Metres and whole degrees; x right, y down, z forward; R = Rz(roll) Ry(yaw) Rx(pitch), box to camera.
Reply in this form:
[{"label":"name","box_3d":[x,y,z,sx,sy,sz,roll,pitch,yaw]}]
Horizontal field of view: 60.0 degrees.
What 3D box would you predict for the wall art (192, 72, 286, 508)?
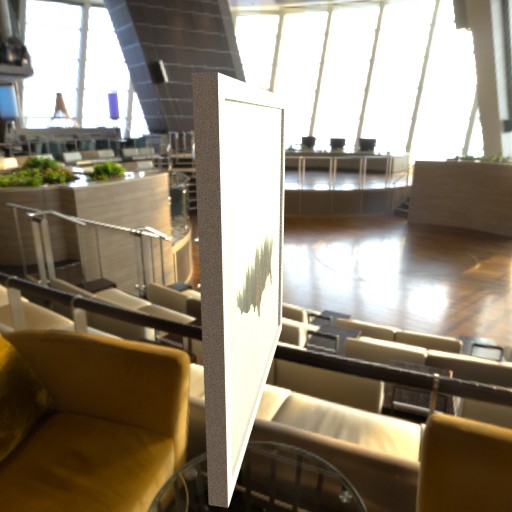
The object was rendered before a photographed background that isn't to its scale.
[{"label":"wall art","box_3d":[0.000,0.000,1.085,0.038,0.762,0.762,3,17,10]}]
